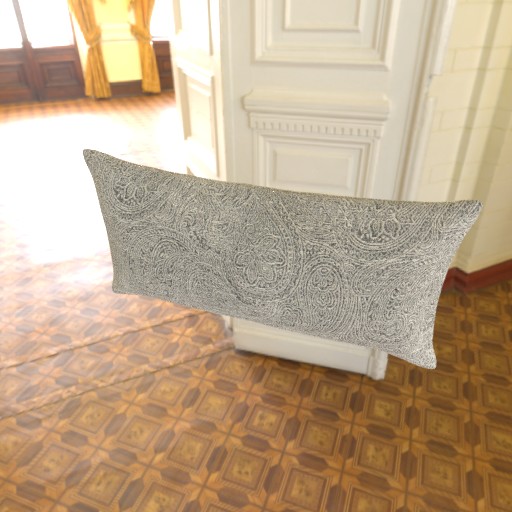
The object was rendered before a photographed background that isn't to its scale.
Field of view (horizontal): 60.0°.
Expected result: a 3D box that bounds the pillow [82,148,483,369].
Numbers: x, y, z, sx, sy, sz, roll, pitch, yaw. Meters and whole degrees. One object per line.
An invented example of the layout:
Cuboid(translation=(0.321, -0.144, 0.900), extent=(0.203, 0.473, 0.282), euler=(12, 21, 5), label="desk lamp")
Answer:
Cuboid(translation=(0.000, 0.000, 0.728), extent=(0.615, 0.295, 0.151), euler=(11, 33, 17), label="pillow")
